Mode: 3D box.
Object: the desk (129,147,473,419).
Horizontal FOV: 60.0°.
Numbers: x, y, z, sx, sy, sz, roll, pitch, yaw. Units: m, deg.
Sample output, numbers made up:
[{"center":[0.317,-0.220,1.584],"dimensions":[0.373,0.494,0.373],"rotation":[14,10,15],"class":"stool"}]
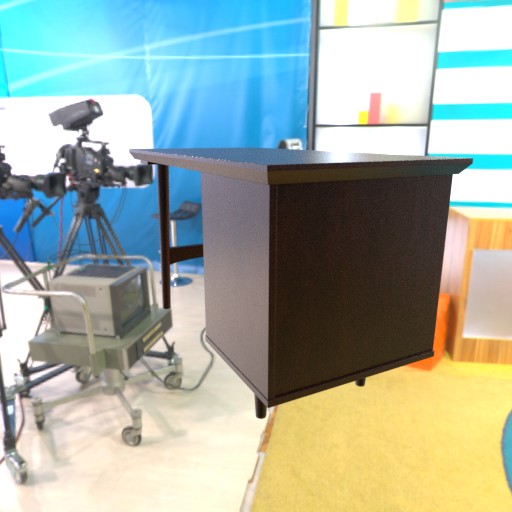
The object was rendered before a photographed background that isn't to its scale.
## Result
[{"center":[0.000,0.000,1.663],"dimensions":[0.612,0.758,1.277],"rotation":[-8,17,-26],"class":"desk"}]
